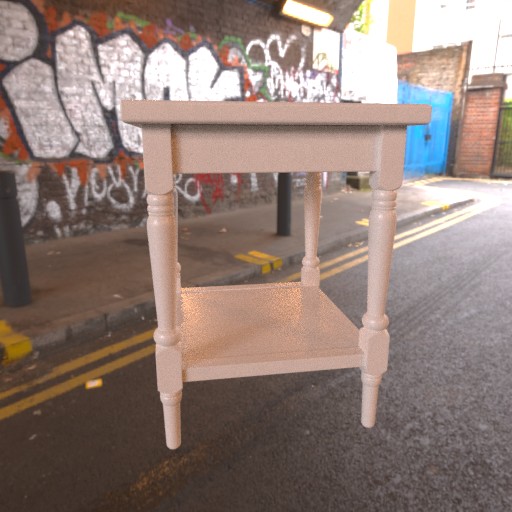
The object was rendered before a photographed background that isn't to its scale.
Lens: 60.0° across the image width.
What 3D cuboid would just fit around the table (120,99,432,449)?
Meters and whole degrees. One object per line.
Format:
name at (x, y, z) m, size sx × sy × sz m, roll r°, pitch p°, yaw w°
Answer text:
table at (0.000, 0.000, 0.915) m, size 0.442 × 0.565 × 0.488 m, roll -2°, pitch 15°, yaw -9°
